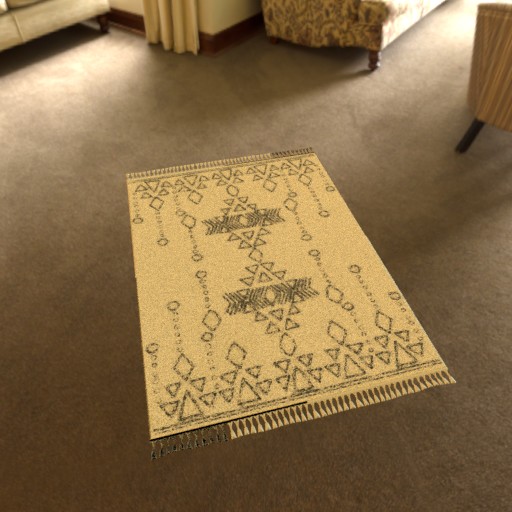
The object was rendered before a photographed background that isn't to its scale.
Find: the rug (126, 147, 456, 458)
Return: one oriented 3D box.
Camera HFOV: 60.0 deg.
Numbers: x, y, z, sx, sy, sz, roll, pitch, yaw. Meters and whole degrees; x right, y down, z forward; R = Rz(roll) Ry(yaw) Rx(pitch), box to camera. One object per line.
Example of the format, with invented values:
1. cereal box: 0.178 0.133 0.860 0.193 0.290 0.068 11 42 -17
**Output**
1. rug: 0.000 0.000 2.984 1.600 0.013 2.312 -10 47 -10
